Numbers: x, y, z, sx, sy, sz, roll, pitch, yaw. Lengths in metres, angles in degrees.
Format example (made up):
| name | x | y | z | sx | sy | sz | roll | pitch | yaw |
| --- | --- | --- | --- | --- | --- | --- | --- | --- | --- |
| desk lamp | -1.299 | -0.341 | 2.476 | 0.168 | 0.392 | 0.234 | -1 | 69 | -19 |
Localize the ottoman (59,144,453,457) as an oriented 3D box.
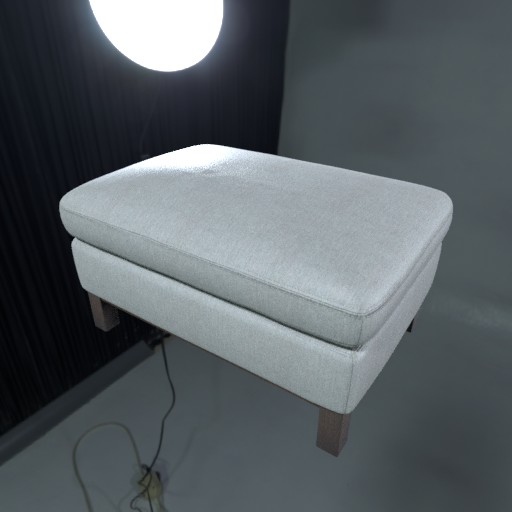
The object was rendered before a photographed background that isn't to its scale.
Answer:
| name | x | y | z | sx | sy | sz | roll | pitch | yaw |
| --- | --- | --- | --- | --- | --- | --- | --- | --- | --- |
| ottoman | 0.000 | 0.000 | 1.027 | 0.735 | 0.404 | 0.528 | 18 | 34 | 29 |
